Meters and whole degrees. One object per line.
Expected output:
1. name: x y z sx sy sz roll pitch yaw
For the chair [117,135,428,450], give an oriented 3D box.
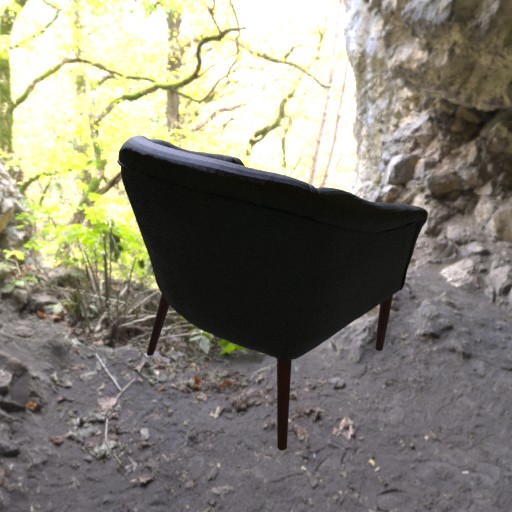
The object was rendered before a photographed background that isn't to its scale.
1. chair: 0.000 0.000 1.483 0.851 0.885 0.776 23 37 34
